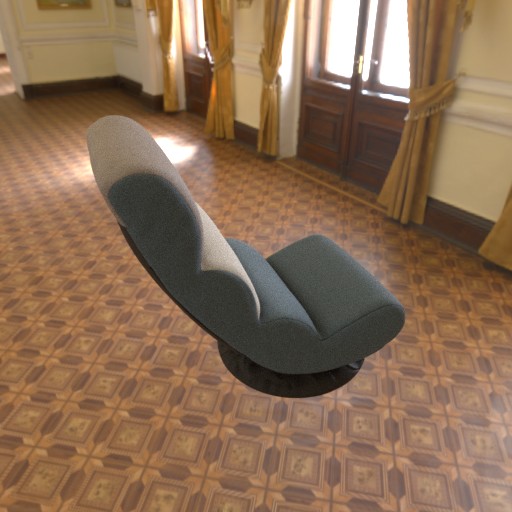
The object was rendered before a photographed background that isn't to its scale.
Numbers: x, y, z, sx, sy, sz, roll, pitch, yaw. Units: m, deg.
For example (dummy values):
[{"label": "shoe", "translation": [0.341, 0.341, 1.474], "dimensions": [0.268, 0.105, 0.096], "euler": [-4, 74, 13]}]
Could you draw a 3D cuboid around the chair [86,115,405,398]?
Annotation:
[{"label": "chair", "translation": [0.000, 0.000, 1.068], "dimensions": [0.661, 0.641, 0.420], "euler": [-11, 33, -18]}]
